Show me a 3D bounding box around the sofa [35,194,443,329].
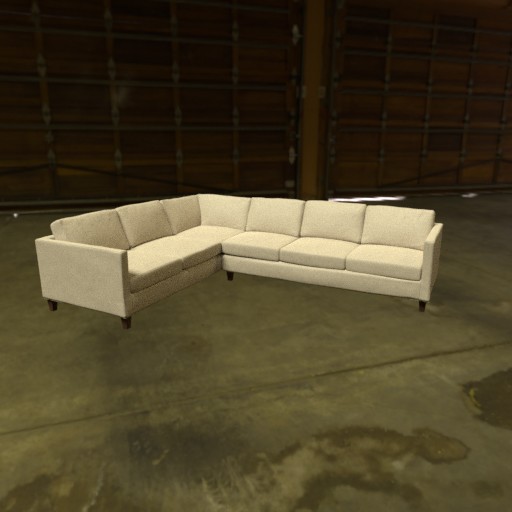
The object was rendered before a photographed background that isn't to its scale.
[{"bbox_3d":[0.000,0.000,4.330,3.182,0.863,2.432,7,17,26],"label":"sofa"}]
